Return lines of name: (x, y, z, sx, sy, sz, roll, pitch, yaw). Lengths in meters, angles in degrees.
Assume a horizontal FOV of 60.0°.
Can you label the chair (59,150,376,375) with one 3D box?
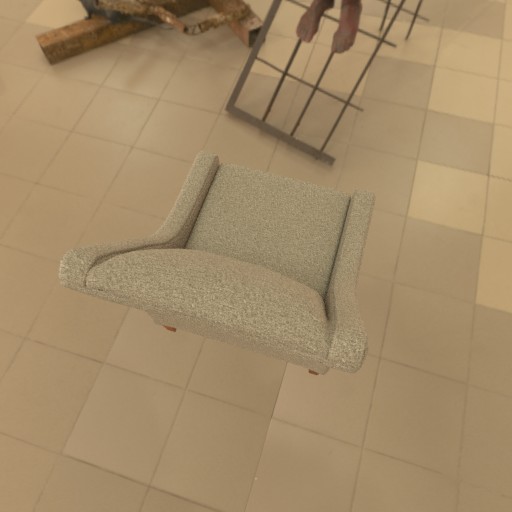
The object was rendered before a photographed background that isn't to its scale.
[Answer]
chair: (0.000, 0.000, 1.624, 0.774, 1.016, 0.870, 15, 64, 8)
